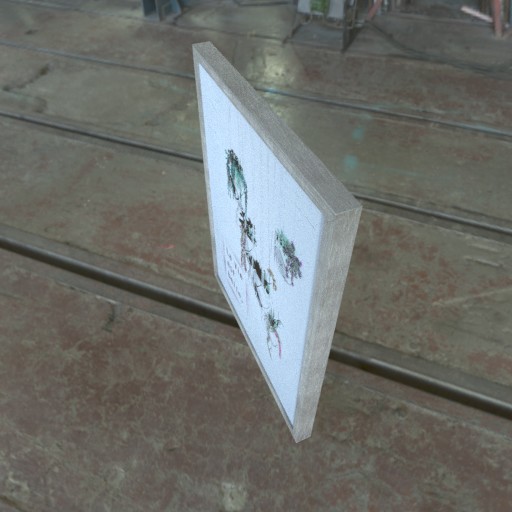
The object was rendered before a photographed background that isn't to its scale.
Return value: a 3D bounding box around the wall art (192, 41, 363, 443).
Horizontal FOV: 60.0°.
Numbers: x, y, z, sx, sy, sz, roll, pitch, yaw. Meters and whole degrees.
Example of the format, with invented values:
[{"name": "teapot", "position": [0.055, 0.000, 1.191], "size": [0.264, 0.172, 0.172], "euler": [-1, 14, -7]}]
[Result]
[{"name": "wall art", "position": [0.000, 0.000, 0.719], "size": [0.032, 0.521, 0.421], "euler": [-17, 49, -16]}]
